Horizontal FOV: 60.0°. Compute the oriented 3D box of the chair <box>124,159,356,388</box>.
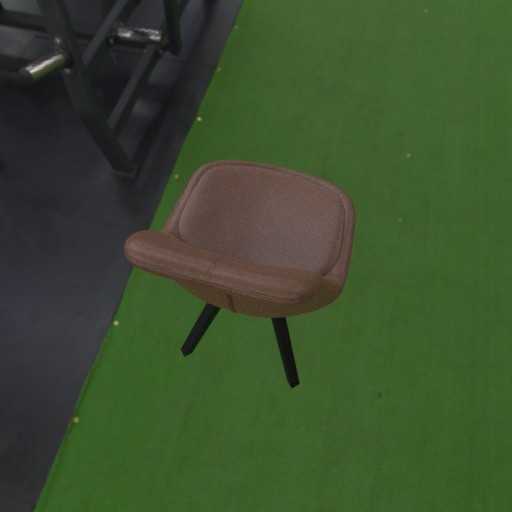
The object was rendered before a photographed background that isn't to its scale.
[{"bbox_3d":[0.000,0.000,1.176,0.475,0.850,0.550,14,64,7],"label":"chair"}]
